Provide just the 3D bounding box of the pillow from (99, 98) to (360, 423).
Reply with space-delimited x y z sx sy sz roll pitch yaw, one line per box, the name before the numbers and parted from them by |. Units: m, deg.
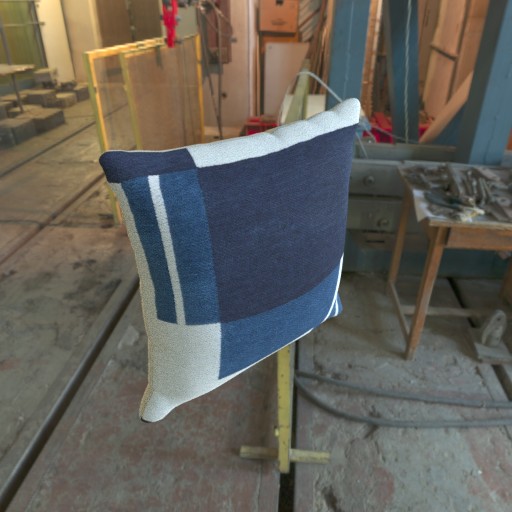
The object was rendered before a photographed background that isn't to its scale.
pillow | 0.000 0.000 0.823 0.536 0.506 0.229 -22 37 -33
